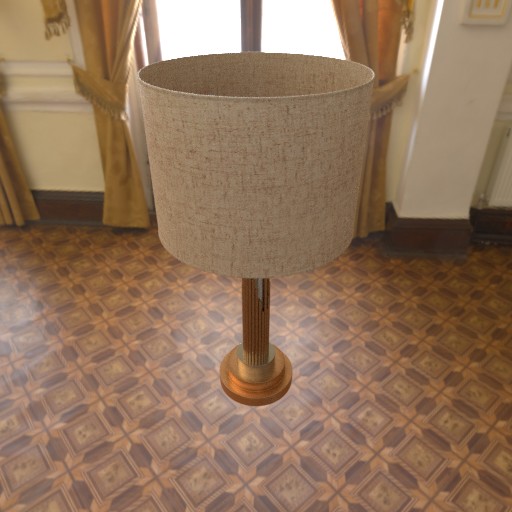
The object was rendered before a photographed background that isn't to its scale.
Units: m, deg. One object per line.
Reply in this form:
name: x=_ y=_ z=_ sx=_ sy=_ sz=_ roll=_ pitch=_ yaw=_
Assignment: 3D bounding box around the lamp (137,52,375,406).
lamp: x=0.000 y=0.000 z=0.776 sx=0.321 sy=0.610 sz=0.321 roll=9 pitch=34 yaw=14
